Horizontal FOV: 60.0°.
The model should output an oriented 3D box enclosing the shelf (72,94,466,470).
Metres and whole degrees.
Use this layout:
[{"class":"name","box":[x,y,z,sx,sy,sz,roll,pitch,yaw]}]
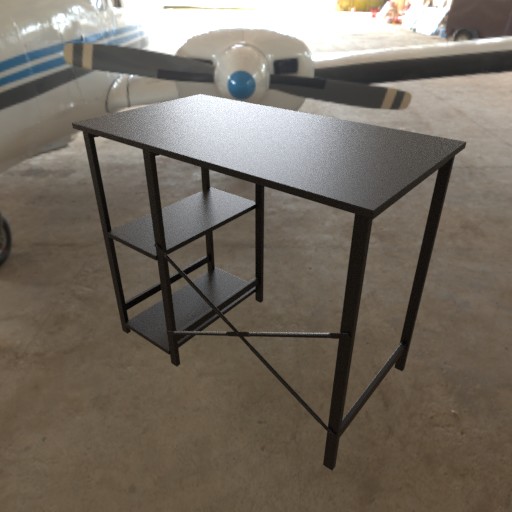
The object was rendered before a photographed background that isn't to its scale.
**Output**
[{"class":"shelf","box":[0.000,0.000,1.336,0.902,0.749,0.498,23,38,32]}]
